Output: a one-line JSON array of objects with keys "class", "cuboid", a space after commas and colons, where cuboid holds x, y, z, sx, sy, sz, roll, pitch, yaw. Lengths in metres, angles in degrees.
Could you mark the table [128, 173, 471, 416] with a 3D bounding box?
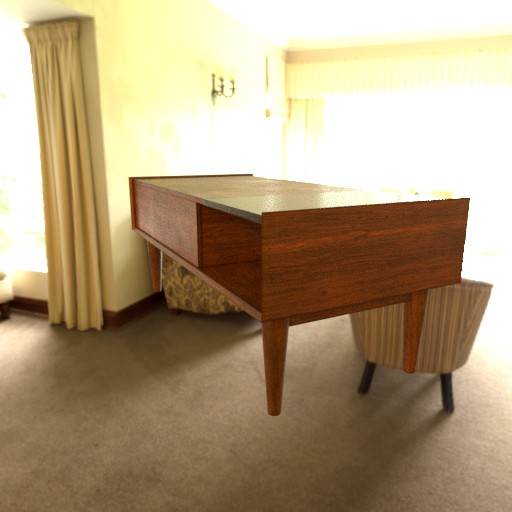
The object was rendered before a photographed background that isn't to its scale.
[{"class": "table", "cuboid": [0.000, 0.000, 1.588, 0.610, 0.508, 1.221, -7, 15, -27]}]
